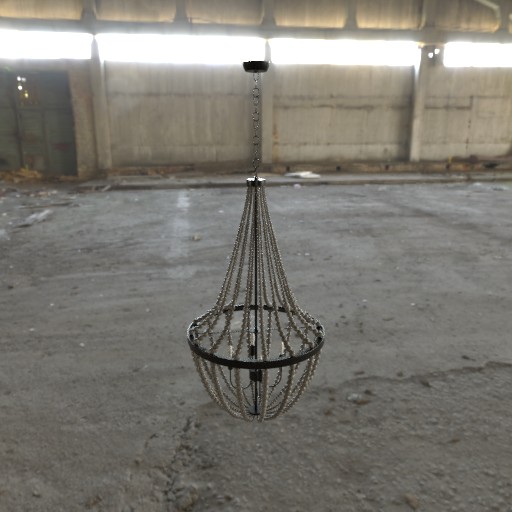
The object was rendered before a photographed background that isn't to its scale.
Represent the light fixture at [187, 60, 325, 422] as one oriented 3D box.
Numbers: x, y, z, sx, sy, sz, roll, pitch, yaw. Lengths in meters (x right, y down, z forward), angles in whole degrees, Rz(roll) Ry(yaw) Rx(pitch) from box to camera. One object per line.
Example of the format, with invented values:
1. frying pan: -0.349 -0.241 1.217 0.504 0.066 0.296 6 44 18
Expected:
1. light fixture: 0.000 0.000 1.400 0.450 1.133 0.450 0 15 0
